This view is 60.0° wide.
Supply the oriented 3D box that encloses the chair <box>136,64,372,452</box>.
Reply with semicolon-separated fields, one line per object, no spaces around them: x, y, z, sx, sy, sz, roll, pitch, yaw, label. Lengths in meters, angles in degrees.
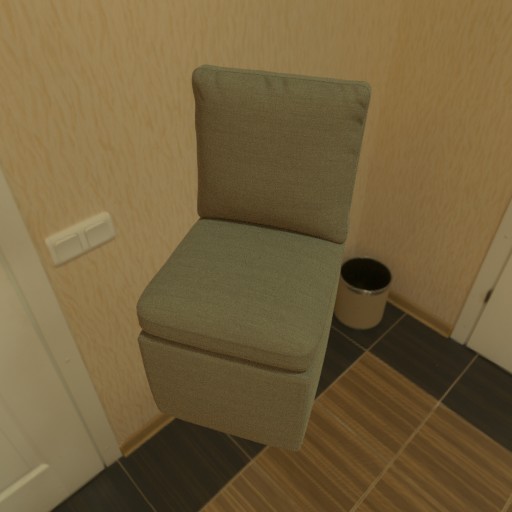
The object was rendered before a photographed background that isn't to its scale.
0.000;0.000;1.325;0.503;0.927;0.698;11;42;13;chair
